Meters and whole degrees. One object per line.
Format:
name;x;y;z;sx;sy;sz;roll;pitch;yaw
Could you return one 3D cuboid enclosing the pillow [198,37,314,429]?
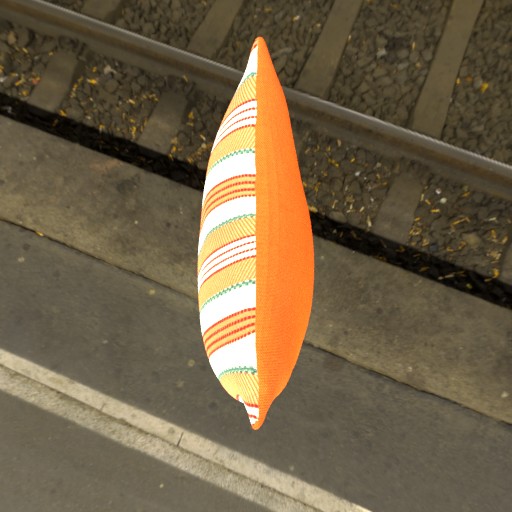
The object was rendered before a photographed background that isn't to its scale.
pillow;0.000;0.000;0.674;0.182;0.441;0.440;1;77;0
